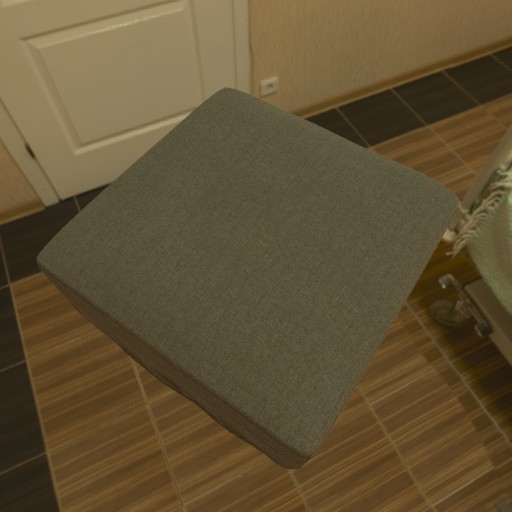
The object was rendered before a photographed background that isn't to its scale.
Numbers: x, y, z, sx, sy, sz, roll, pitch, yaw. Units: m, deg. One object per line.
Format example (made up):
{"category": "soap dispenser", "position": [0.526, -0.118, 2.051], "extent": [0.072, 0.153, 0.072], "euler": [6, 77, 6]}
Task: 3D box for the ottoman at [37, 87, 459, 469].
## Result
{"category": "ottoman", "position": [0.000, 0.000, 1.307], "extent": [0.843, 0.436, 0.840], "euler": [31, 63, 17]}
